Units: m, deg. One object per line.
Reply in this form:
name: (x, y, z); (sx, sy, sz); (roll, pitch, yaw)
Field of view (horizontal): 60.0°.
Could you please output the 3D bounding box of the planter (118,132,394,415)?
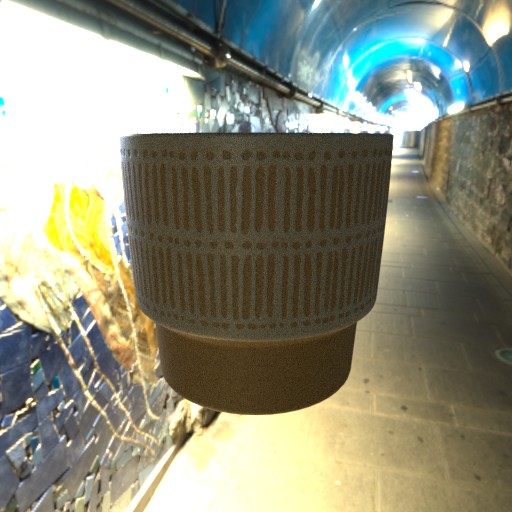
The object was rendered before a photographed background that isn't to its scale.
planter: (0.000, 0.000, 0.570); (0.317, 0.303, 0.317); (0, 15, 0)
